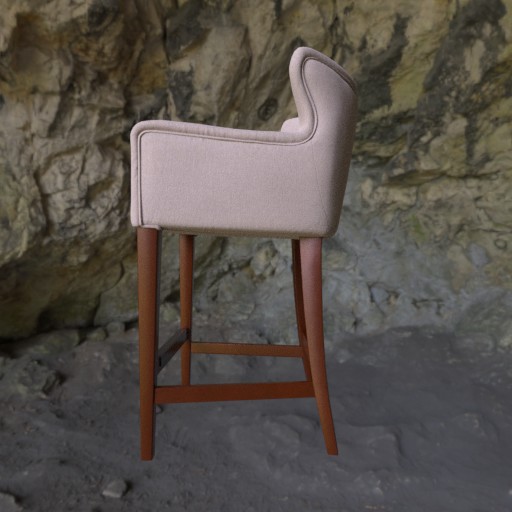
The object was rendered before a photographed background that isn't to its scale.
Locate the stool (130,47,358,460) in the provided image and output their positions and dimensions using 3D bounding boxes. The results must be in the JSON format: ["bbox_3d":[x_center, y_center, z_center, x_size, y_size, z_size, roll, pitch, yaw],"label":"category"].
[{"bbox_3d":[0.000,0.000,1.289,0.570,0.951,0.601,0,1,1],"label":"stool"}]
